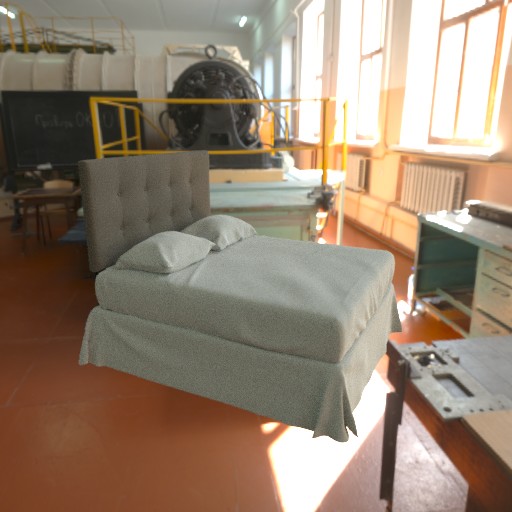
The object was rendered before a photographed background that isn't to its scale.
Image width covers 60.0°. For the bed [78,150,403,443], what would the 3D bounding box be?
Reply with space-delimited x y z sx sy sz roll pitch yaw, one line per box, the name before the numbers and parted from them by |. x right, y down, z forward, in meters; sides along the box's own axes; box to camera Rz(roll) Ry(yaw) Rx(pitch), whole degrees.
bed | 0.000 0.000 3.632 2.222 1.577 1.936 8 18 26
